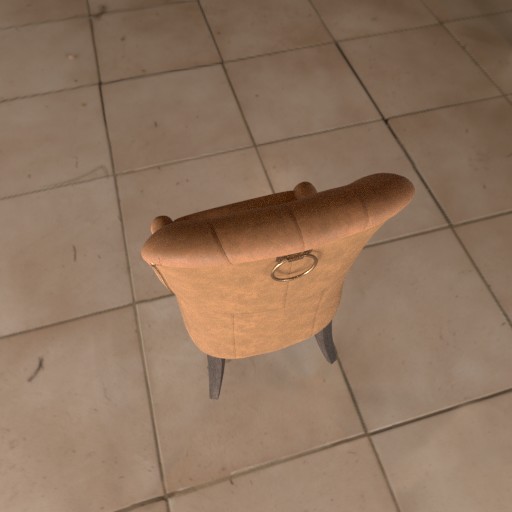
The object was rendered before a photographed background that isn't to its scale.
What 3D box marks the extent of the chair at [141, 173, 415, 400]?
[{"bbox_3d":[0.000,0.000,1.447,0.634,1.091,0.629,-15,60,-9],"label":"chair"}]
